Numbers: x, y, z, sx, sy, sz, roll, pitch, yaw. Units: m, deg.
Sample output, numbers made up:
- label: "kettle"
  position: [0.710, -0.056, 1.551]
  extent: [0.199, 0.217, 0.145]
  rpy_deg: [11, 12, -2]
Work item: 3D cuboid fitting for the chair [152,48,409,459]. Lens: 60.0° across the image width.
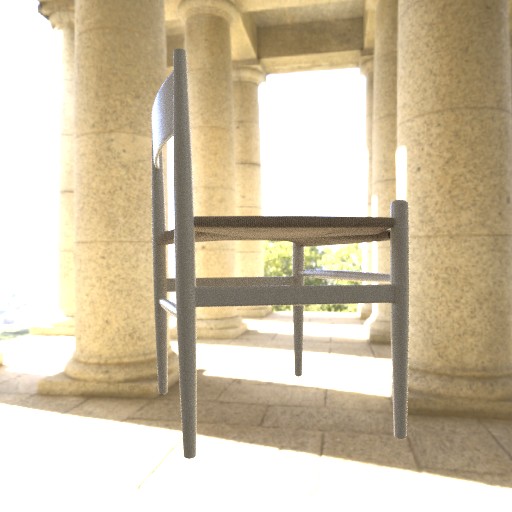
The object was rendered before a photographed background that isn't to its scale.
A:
- label: "chair"
  position: [0.000, 0.000, 1.096]
  extent: [0.495, 0.762, 0.556]
  rpy_deg: [0, -1, -18]
